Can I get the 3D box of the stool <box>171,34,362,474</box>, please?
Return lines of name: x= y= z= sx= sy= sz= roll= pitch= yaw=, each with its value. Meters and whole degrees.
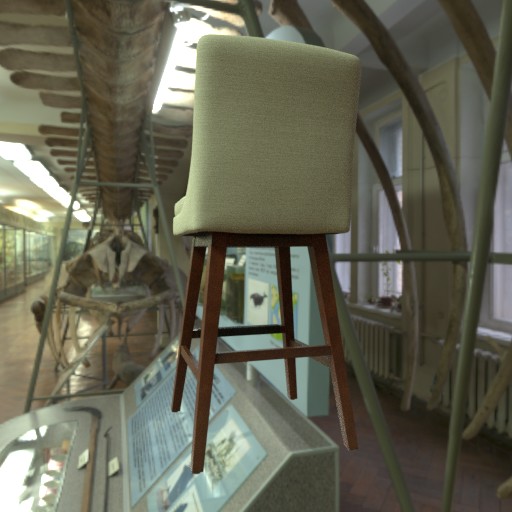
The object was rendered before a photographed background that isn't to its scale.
stool: x=0.000 y=0.000 z=1.381 sx=0.470 sy=1.097 sz=0.559 roll=0 pitch=1 yaw=-17
